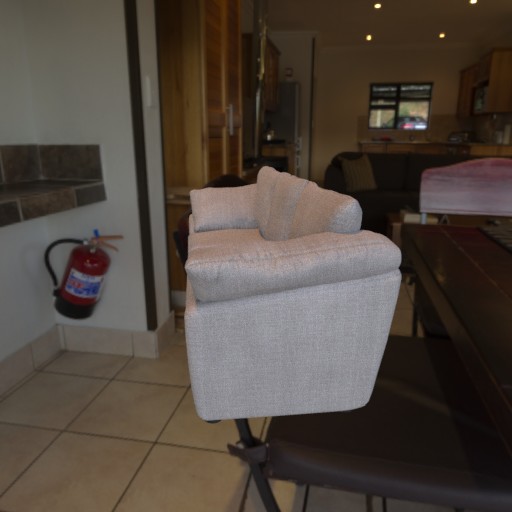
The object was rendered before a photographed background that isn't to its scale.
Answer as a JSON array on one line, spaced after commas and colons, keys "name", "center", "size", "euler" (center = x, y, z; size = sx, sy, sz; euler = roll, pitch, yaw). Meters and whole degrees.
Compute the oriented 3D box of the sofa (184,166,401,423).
[{"name": "sofa", "center": [0.000, 0.000, 2.812], "size": [0.878, 0.996, 2.334], "euler": [-2, 15, -8]}]
